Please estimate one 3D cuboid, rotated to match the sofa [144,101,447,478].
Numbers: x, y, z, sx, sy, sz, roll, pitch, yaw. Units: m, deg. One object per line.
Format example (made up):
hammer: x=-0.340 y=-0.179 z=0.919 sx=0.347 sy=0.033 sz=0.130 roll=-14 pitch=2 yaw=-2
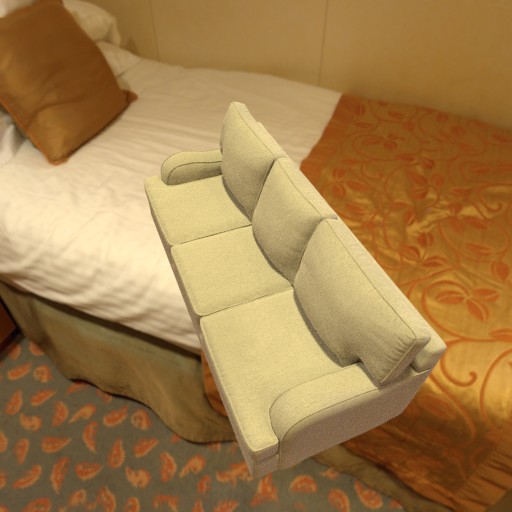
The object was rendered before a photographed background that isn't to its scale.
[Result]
sofa: x=0.000 y=0.000 z=2.872 sx=1.016 sy=0.991 sz=2.323 roll=-16 pitch=48 yaw=-16
